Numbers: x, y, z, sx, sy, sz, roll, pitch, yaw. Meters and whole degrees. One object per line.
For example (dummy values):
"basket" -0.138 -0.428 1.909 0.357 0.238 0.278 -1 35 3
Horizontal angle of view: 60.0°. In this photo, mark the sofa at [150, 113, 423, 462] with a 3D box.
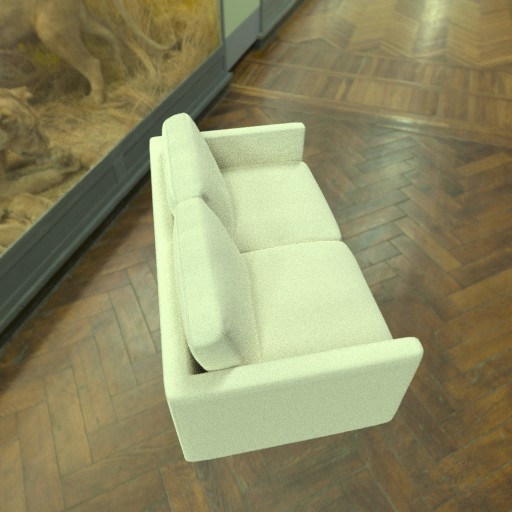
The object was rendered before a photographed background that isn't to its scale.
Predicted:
"sofa" 0.000 0.000 2.266 0.964 0.888 1.702 -8 46 -8
